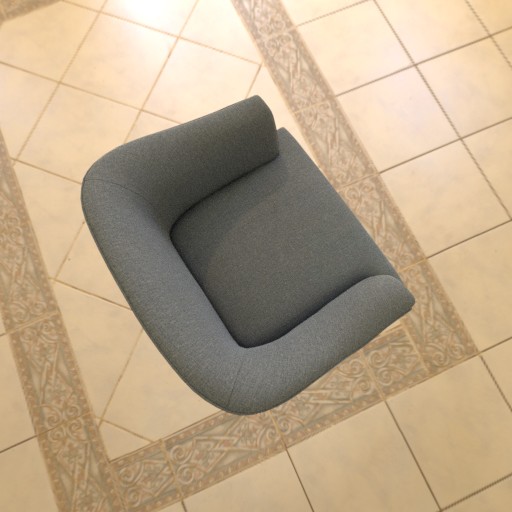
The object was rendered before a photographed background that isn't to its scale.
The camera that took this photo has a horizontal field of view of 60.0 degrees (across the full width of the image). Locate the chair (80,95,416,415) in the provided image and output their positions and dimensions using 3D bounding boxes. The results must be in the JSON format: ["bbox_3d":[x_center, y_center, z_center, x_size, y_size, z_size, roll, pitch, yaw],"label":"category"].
[{"bbox_3d":[0.000,0.000,1.415,0.704,0.815,0.798,-33,78,-8],"label":"chair"}]
